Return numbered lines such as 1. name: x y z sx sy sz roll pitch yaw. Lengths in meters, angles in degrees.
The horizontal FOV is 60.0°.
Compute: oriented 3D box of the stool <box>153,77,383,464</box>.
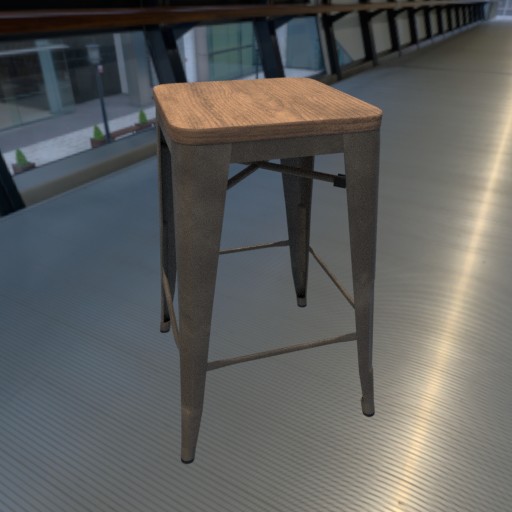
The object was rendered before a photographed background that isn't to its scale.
1. stool: 0.000 0.000 0.883 0.407 0.607 0.407 -9 32 -14
